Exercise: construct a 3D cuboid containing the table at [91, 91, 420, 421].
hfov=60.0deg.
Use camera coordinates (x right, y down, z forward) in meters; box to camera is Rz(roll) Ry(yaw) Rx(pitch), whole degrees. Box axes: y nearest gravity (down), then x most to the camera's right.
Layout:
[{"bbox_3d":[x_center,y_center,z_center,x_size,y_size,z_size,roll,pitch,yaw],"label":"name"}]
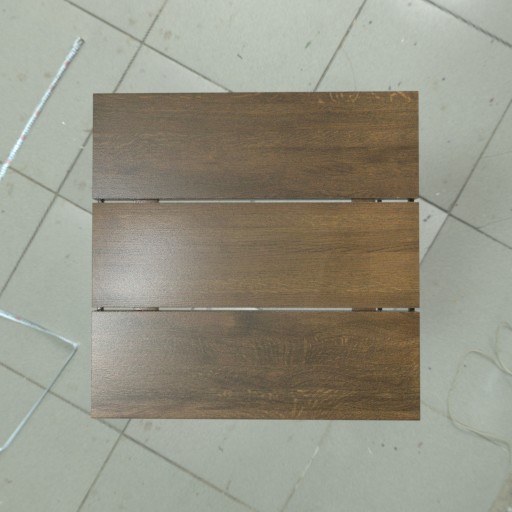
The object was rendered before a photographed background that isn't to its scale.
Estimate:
[{"bbox_3d":[0.000,0.000,1.417,0.900,0.400,0.900,0,89,1],"label":"table"}]
